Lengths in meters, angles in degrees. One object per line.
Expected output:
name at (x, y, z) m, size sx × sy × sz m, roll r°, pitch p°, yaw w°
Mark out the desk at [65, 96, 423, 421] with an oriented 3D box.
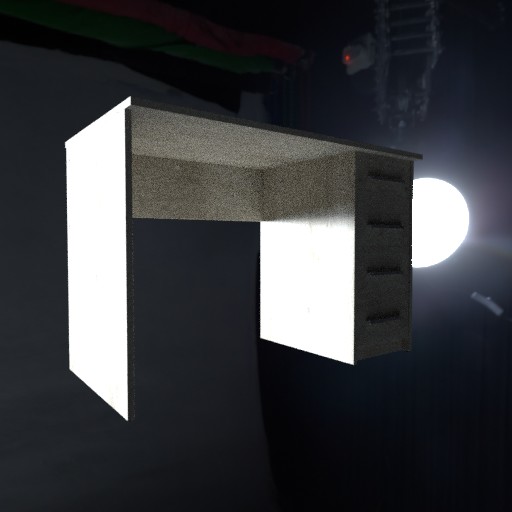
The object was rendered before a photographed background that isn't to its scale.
desk at (0.000, 0.000, 1.521) m, size 1.096 × 0.730 × 0.560 m, roll -1°, pitch 2°, yaw -37°
